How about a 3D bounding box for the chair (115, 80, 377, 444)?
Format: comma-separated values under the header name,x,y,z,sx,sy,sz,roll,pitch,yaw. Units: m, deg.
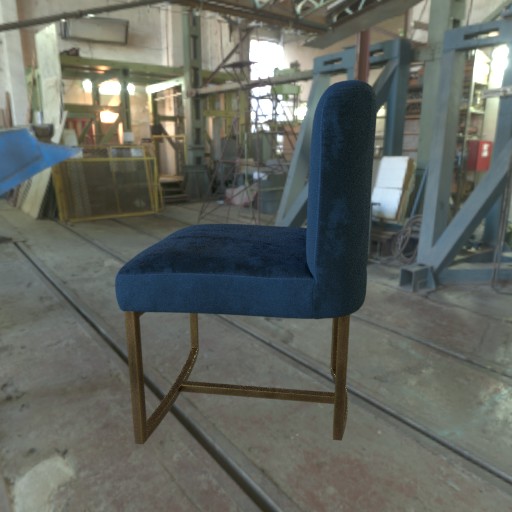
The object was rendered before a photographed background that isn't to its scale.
name,x,y,z,sx,sy,sz,roll,pitch,yaw
chair,0.000,0.000,1.163,0.560,0.824,0.530,2,14,8
